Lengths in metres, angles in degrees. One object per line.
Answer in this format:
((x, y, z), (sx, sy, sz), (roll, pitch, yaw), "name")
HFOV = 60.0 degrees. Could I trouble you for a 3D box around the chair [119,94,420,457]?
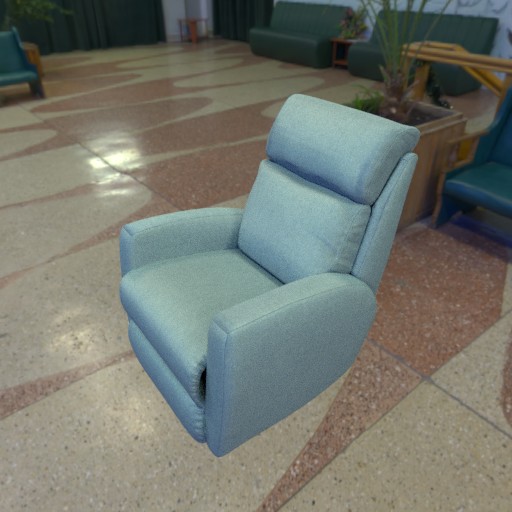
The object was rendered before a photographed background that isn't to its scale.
((0.000, 0.000, 1.694), (0.940, 1.013, 0.812), (-22, 39, -30), "chair")
